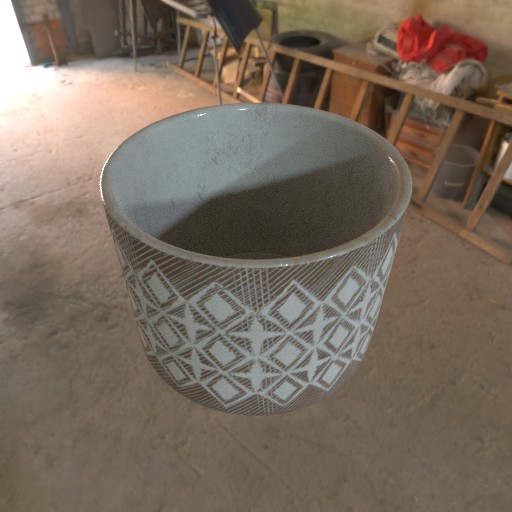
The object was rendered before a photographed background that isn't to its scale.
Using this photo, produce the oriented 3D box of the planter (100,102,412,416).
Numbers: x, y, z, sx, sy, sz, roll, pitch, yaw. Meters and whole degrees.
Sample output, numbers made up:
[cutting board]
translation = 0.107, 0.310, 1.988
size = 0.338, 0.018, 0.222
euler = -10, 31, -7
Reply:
[planter]
translation = 0.000, 0.000, 0.220
size = 0.126, 0.104, 0.126
euler = 0, 42, 0
